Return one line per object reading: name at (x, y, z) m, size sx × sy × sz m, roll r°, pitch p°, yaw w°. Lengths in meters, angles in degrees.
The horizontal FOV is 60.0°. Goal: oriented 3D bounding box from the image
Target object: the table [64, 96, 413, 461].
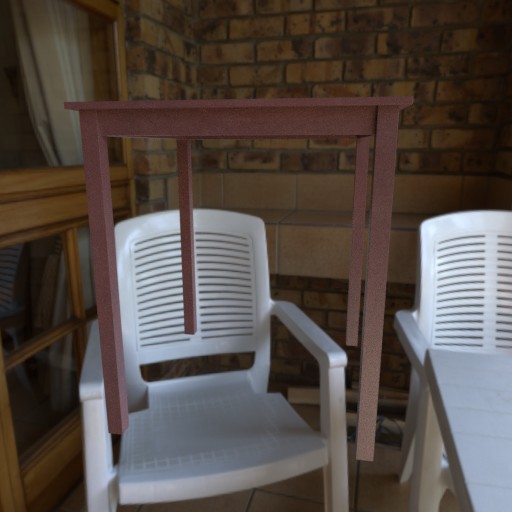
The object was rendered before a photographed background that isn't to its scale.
table at (0.000, 0.000, 1.602) m, size 0.861 × 0.991 × 0.861 m, roll 2°, pitch 14°, yaw 9°
